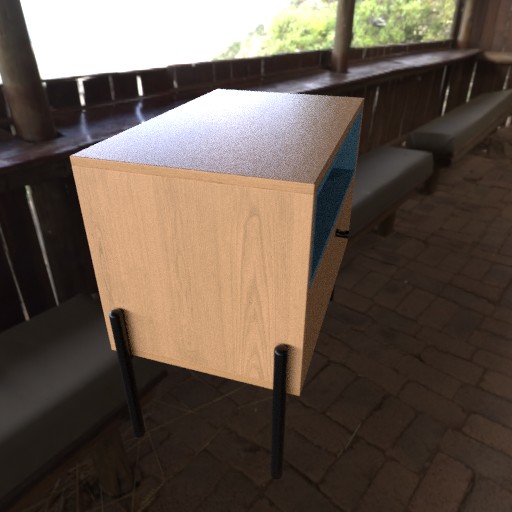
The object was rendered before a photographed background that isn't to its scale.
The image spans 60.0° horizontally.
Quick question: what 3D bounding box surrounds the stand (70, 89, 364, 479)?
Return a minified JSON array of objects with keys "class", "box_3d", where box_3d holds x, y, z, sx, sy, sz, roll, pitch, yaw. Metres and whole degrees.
[{"class":"stand","box_3d":[0.000,0.000,1.002,0.400,0.600,0.630,9,32,15]}]
